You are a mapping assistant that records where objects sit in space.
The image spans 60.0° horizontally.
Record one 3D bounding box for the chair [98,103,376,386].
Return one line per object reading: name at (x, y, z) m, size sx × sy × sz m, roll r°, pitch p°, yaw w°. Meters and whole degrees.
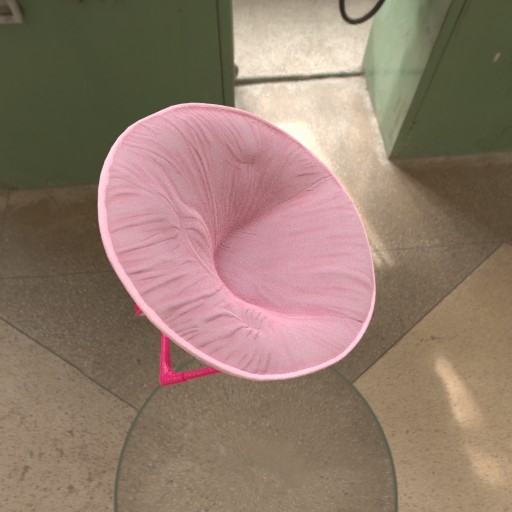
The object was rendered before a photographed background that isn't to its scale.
chair at (0.000, 0.000, 0.861) m, size 0.459 × 0.494 × 0.522 m, roll -3°, pitch 63°, yaw -2°
